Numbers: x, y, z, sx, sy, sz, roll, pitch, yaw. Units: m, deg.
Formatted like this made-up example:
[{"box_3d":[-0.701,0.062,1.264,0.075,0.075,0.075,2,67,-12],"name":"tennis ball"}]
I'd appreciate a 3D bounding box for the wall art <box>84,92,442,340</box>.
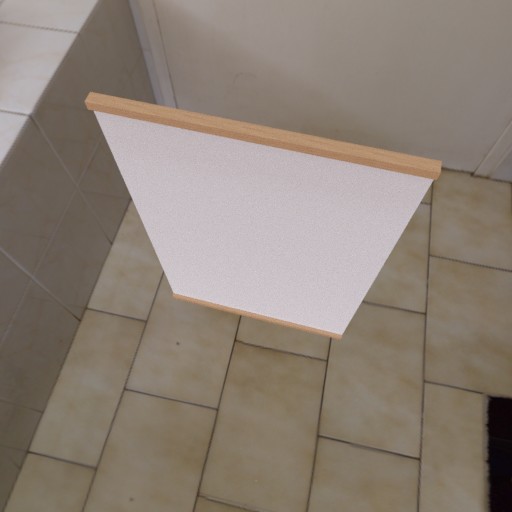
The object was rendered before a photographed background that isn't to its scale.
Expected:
[{"box_3d":[0.000,0.000,0.634,0.335,0.510,0.013,13,64,7],"name":"wall art"}]
